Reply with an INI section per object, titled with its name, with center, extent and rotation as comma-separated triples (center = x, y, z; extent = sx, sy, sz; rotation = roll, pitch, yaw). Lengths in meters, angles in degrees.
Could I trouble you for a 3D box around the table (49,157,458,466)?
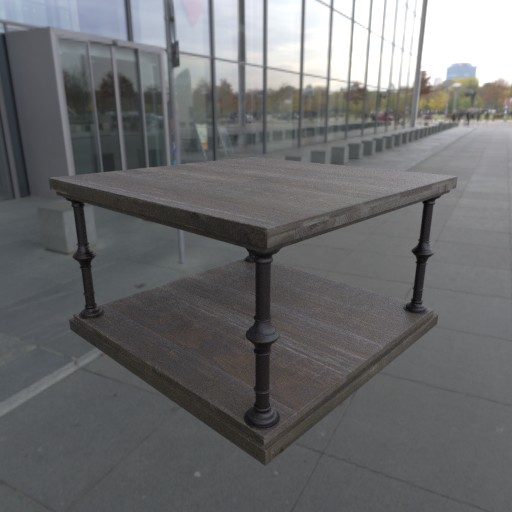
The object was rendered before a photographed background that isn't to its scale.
[table]
center = 0.000, 0.000, 1.128
extent = 0.696, 0.400, 0.696
rotation = 16, 24, 41
